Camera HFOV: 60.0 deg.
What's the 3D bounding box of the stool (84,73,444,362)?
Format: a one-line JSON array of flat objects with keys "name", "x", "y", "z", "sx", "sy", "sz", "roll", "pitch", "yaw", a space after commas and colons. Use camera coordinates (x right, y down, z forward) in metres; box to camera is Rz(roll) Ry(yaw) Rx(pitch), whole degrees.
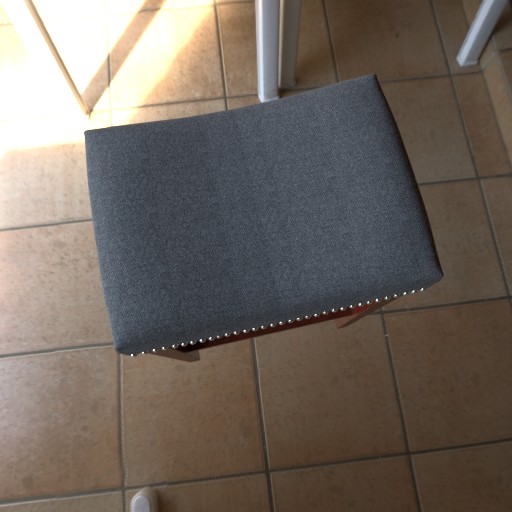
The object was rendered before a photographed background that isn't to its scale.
[{"name": "stool", "x": 0.000, "y": 0.000, "z": 1.012, "sx": 0.504, "sy": 0.742, "sz": 0.372, "roll": -12, "pitch": 76, "yaw": -3}]
